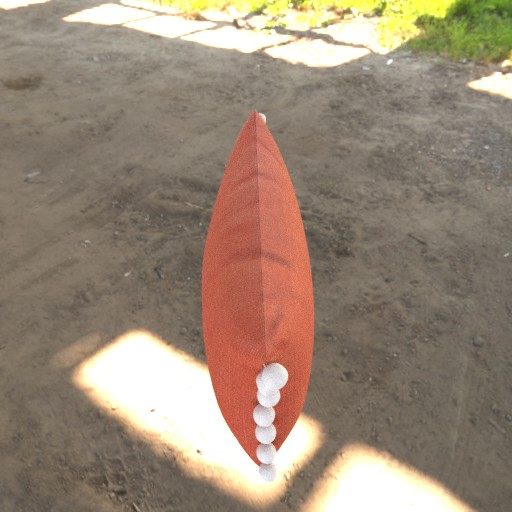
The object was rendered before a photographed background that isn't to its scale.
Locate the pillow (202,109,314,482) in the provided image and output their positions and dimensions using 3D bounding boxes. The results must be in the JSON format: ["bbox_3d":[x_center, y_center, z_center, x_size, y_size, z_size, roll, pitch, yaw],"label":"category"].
[{"bbox_3d":[0.000,0.000,0.822,0.201,0.322,0.709,-1,41,-1],"label":"pillow"}]
